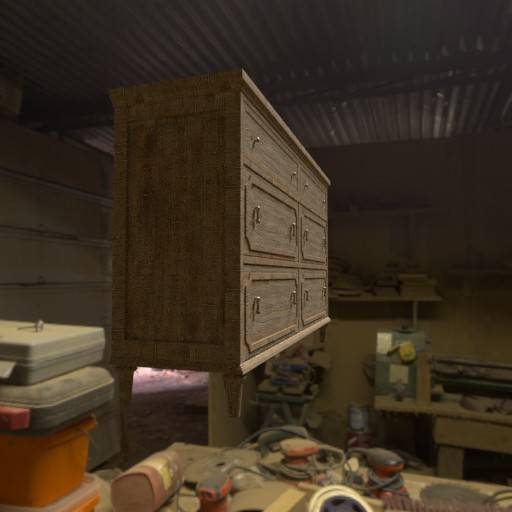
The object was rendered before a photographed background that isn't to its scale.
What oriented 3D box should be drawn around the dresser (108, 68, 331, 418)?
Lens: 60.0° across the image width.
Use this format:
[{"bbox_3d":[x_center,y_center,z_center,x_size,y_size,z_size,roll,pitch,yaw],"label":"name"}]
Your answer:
[{"bbox_3d":[0.000,0.000,2.107,0.457,1.016,1.626,-1,-3,18],"label":"dresser"}]
